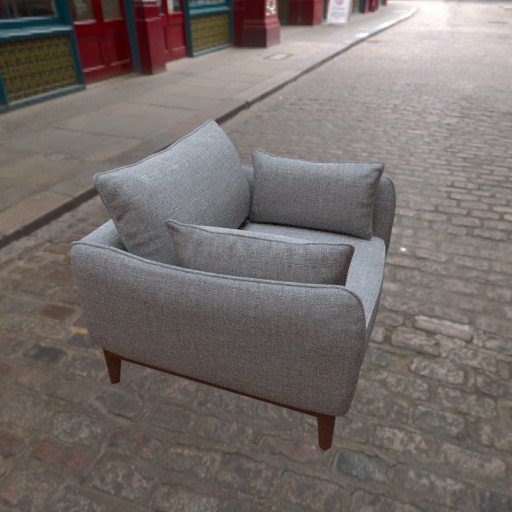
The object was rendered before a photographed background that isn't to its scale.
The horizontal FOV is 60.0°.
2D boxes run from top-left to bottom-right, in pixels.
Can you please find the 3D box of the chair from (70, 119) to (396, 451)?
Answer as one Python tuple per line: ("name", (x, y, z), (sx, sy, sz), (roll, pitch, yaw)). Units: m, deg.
("chair", (0.000, 0.000, 1.738), (0.976, 0.839, 0.993), (11, 33, 17))
